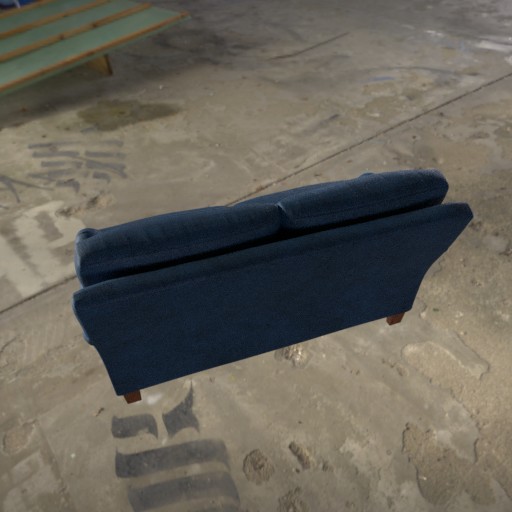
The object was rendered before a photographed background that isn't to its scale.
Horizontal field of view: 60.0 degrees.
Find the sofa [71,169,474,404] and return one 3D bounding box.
[{"bbox_3d":[0.000,0.000,2.486,1.853,1.101,1.084,-13,43,-14],"label":"sofa"}]
